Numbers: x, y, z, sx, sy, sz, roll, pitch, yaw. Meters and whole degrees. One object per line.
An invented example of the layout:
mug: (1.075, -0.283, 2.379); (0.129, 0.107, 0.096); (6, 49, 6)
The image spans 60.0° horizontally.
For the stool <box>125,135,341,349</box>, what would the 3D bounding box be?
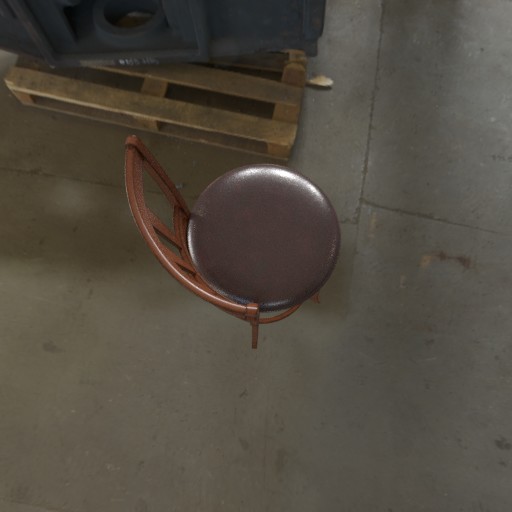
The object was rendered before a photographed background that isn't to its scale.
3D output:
stool: (0.000, 0.000, 1.447); (0.503, 1.177, 0.464); (-34, 77, -9)
